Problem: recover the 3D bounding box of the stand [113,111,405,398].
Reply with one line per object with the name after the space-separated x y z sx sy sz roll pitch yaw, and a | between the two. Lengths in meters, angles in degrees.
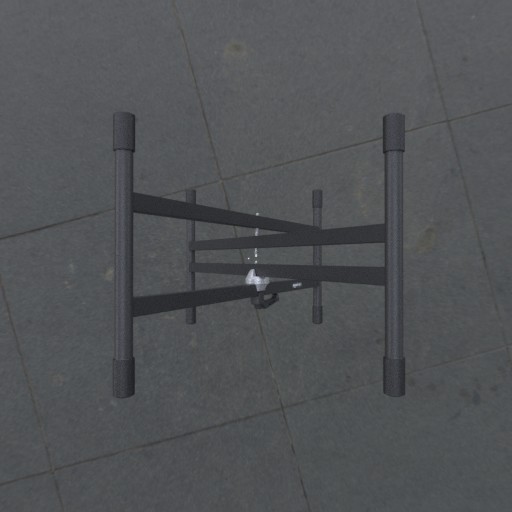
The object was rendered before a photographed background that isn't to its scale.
0.000 0.000 1.195 0.503 0.900 0.495 0 90 -1 | stand
